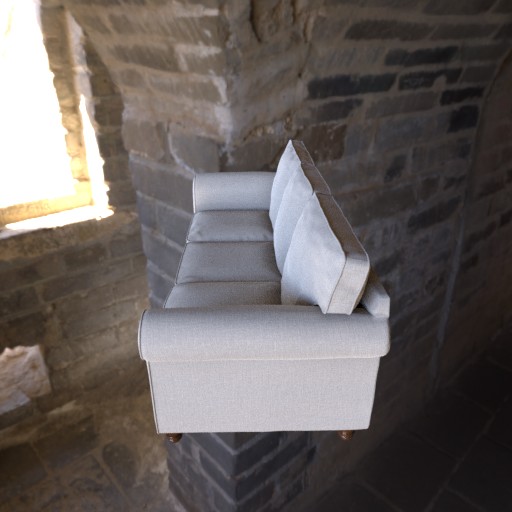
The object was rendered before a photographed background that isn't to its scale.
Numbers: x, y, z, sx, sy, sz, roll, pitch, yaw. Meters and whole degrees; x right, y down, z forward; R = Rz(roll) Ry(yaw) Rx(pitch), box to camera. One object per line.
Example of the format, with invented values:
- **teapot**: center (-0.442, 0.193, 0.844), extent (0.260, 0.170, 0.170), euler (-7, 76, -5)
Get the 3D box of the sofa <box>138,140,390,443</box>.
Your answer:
- **sofa**: center (0.000, 0.000, 2.547), extent (0.916, 0.961, 2.084), euler (-1, 26, -1)
